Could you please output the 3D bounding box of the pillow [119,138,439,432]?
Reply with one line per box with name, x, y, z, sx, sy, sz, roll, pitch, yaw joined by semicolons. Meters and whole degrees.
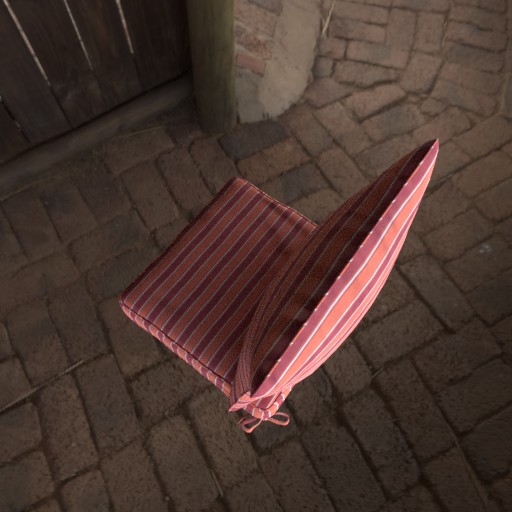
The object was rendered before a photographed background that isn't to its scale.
pillow;0.000;0.000;1.364;0.733;0.723;0.799;33;67;16
